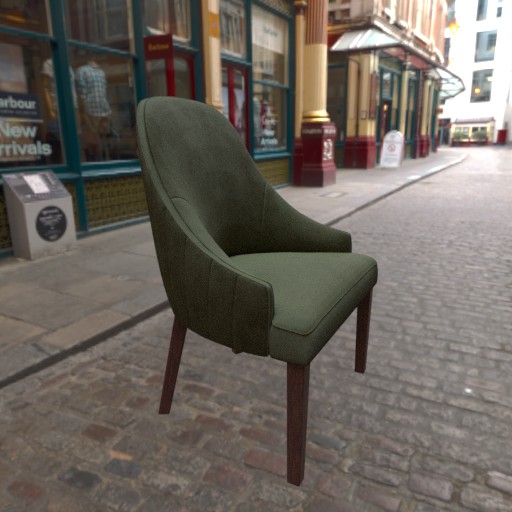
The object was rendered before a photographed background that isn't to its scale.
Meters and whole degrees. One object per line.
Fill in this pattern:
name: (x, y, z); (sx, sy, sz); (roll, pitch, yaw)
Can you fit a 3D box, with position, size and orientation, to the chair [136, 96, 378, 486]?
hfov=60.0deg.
chair: (0.000, 0.000, 1.281); (0.575, 0.889, 0.643); (8, 17, 27)
